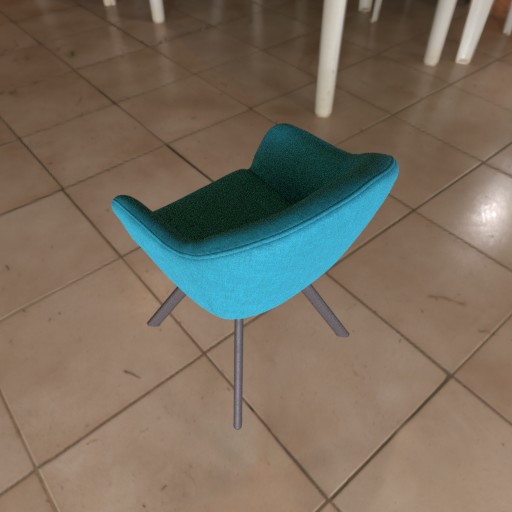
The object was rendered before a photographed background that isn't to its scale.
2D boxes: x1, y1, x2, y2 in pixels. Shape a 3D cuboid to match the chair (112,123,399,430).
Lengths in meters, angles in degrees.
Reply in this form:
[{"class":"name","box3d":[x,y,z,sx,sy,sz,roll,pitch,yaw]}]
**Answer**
[{"class":"chair","box3d":[0.000,0.000,1.171,0.545,0.775,0.565,-33,55,-27]}]
